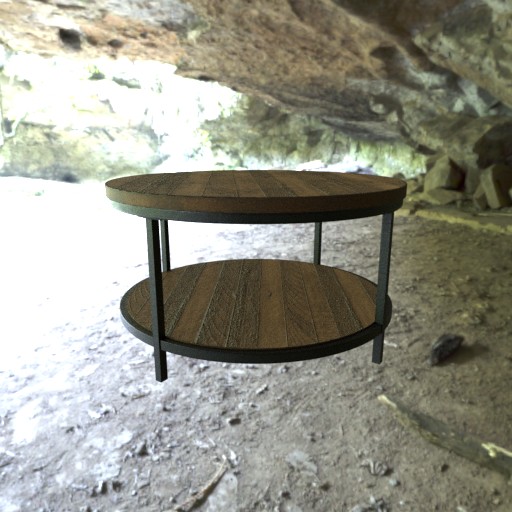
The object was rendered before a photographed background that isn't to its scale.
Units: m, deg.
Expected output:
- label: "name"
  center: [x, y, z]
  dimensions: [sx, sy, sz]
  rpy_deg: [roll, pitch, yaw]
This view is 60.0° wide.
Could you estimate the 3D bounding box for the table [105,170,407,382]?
- label: "table"
  center: [0.000, 0.000, 1.350]
  dimensions: [0.837, 0.462, 0.837]
  rpy_deg: [0, 15, 0]
